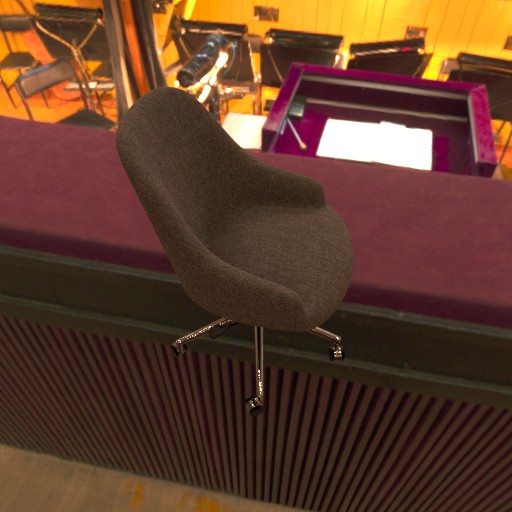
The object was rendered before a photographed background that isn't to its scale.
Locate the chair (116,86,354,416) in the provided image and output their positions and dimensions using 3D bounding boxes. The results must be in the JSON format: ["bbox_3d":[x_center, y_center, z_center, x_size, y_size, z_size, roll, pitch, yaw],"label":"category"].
[{"bbox_3d":[0.000,0.000,1.455,0.712,0.950,0.671,9,47,9],"label":"chair"}]
